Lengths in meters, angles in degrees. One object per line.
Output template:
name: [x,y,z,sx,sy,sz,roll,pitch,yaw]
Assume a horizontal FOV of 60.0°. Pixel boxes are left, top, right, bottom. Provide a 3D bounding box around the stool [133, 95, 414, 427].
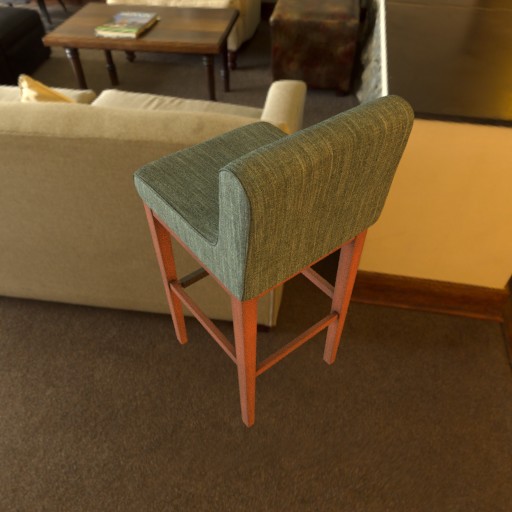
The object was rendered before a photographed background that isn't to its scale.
stool: [0.000,0.000,1.234,0.426,0.965,0.499,-29,52,-26]
